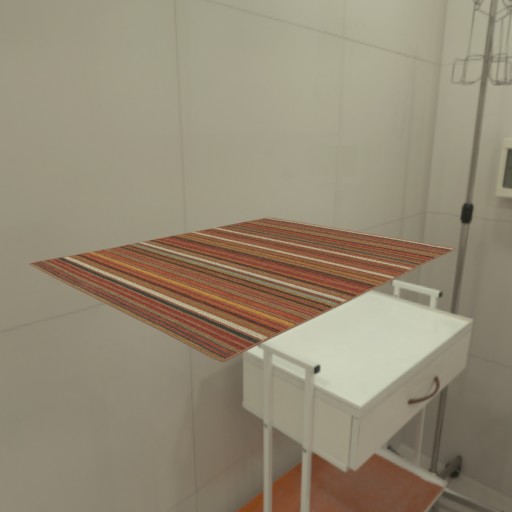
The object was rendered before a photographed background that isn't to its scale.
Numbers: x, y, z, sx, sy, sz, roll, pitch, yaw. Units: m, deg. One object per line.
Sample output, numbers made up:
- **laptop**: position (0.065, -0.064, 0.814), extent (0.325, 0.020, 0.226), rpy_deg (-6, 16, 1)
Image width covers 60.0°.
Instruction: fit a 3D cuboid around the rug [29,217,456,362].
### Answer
- **rug**: position (0.000, 0.000, 4.061), extent (2.479, 0.023, 3.092), rpy_deg (14, 21, 42)
